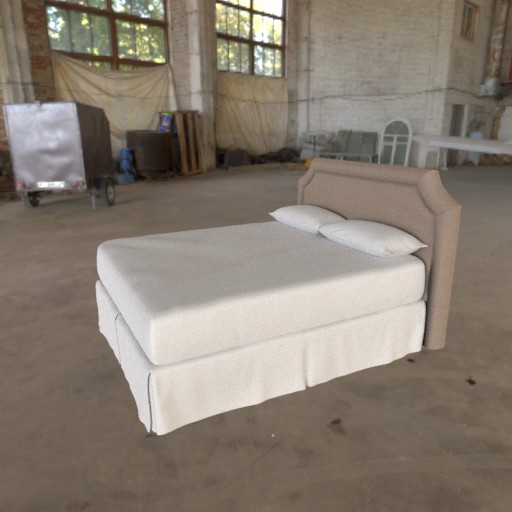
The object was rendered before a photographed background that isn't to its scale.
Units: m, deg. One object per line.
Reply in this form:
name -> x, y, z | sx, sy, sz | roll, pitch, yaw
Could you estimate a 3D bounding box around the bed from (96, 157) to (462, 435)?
bed -> 0.000, 0.000, 3.332 | 2.164, 1.303, 1.828 | -9, 18, -27
